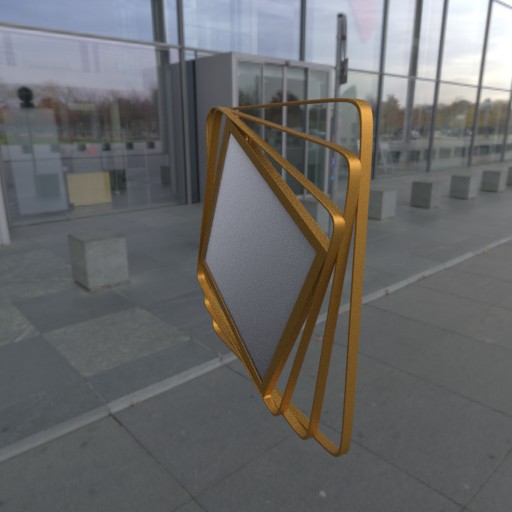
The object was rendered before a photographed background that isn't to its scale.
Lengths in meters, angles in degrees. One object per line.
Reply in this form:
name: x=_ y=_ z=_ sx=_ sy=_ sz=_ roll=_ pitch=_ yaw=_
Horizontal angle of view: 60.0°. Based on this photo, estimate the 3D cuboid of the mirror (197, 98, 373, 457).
mirror: x=0.000 y=0.000 z=0.716 sx=0.045 sy=0.468 sz=0.470 roll=-8 pitch=18 yaw=-26
